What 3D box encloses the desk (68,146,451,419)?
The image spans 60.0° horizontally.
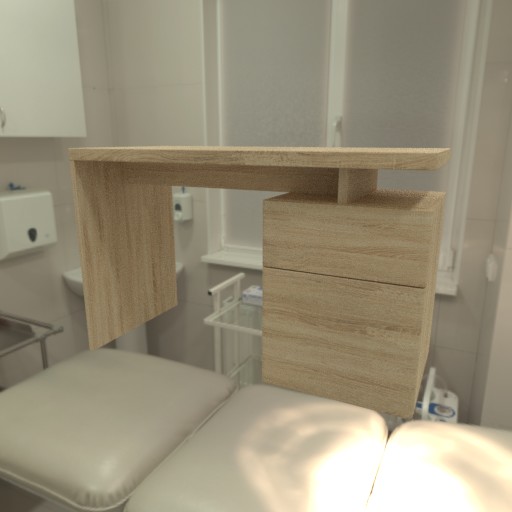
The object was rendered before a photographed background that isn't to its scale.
[{"bbox_3d":[0.000,0.000,1.609,1.200,0.760,0.550,7,16,25],"label":"desk"}]
